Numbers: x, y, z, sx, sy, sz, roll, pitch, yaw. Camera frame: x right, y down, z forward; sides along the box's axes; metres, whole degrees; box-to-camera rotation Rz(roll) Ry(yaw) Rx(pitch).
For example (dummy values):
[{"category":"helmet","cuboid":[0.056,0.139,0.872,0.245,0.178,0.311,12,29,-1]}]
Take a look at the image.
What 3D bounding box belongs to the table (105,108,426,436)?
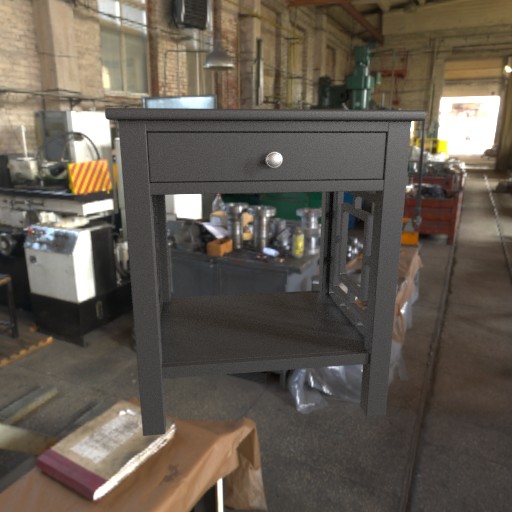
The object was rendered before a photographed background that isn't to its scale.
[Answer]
[{"category":"table","cuboid":[0.000,0.000,1.058,0.564,0.646,0.451,-2,16,-8]}]
